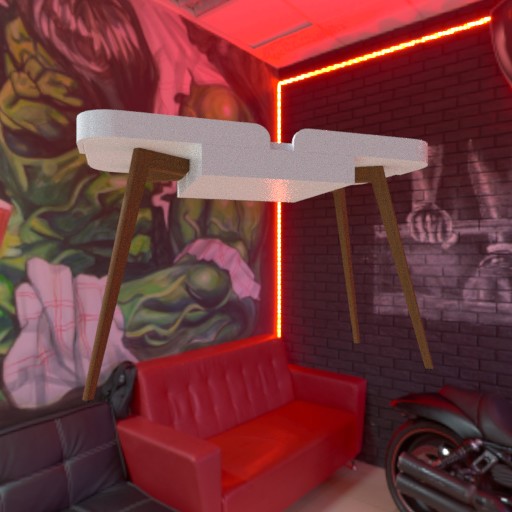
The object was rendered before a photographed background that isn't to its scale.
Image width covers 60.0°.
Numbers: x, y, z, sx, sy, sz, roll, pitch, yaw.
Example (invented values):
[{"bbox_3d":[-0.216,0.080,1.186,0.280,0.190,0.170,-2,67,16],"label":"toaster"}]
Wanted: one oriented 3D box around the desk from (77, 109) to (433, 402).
[{"bbox_3d":[0.000,0.000,1.632,1.206,0.807,0.534,0,0,-18],"label":"desk"}]
